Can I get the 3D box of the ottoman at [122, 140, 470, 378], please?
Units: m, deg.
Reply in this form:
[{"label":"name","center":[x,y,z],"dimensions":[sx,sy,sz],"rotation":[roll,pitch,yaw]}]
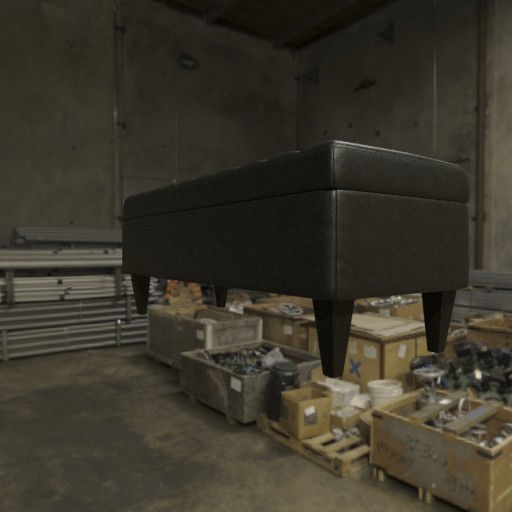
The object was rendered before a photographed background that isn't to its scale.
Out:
[{"label":"ottoman","center":[0.000,0.000,1.403],"dimensions":[0.482,0.469,1.151],"rotation":[-1,1,-36]}]
